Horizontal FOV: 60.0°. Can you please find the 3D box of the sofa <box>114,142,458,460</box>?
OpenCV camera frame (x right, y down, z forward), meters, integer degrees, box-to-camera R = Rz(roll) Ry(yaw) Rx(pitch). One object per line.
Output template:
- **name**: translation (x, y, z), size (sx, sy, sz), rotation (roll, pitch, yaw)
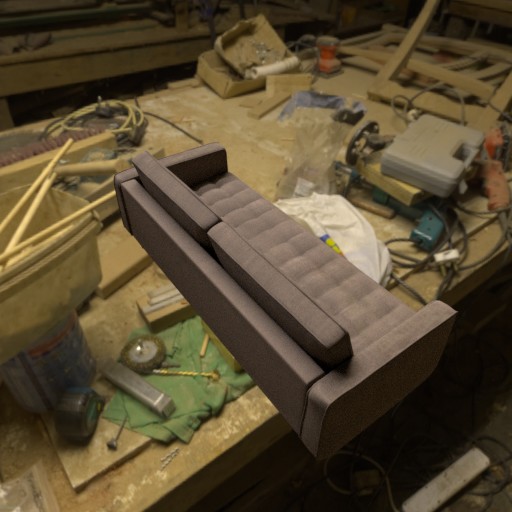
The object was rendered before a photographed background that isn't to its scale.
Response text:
- **sofa**: translation (0.000, 0.000, 2.802), size (0.923, 0.813, 2.295), rotation (-26, 48, -26)
